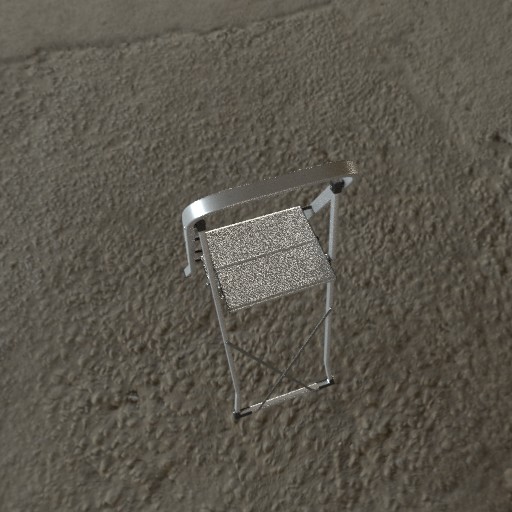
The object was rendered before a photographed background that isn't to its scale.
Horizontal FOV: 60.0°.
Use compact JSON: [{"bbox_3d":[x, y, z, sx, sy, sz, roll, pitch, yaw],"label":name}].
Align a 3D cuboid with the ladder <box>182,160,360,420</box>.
[{"bbox_3d":[0.000,0.000,1.433,0.465,1.070,0.704,-16,60,-10],"label":"ladder"}]
